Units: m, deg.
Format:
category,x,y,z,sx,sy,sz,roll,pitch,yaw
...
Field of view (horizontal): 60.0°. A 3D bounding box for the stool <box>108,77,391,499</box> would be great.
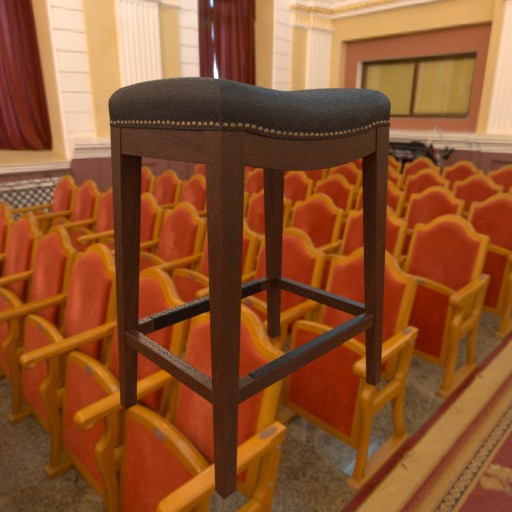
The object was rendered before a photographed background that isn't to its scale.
category,x,y,z,sx,sy,sz,roll,pitch,yaw
stool,0.000,0.000,0.919,0.490,0.664,0.353,-16,24,-42
